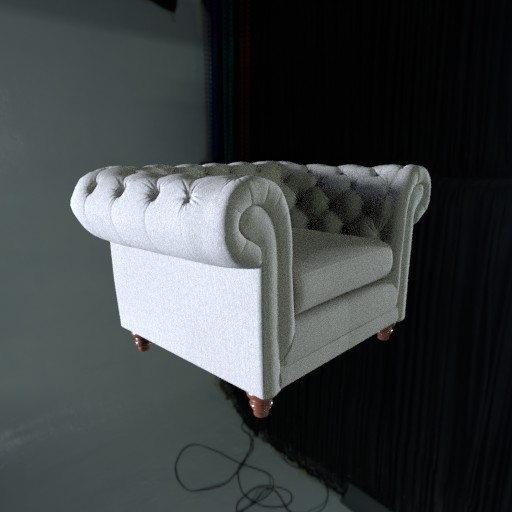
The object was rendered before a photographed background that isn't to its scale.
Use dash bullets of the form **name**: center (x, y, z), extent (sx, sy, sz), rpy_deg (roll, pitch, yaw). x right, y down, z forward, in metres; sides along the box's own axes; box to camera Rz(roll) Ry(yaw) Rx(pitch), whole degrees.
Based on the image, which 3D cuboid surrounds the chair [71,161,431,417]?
- **chair**: center (0.000, 0.000, 1.906), extent (0.976, 0.770, 1.270), rpy_deg (13, 19, 42)
